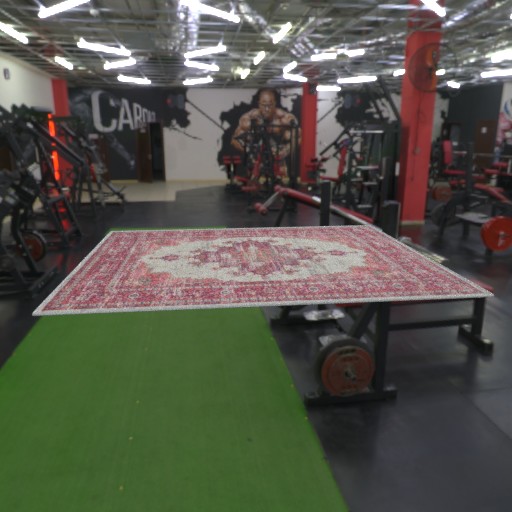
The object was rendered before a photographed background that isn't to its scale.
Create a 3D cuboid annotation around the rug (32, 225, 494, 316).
[{"bbox_3d":[0.000,0.000,4.125,3.123,0.017,2.447,-2,16,-6],"label":"rug"}]
